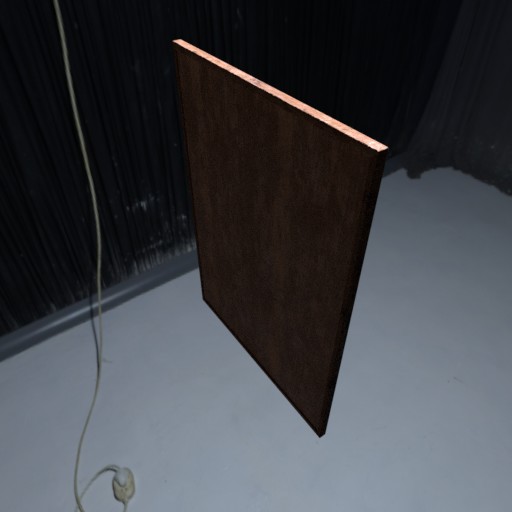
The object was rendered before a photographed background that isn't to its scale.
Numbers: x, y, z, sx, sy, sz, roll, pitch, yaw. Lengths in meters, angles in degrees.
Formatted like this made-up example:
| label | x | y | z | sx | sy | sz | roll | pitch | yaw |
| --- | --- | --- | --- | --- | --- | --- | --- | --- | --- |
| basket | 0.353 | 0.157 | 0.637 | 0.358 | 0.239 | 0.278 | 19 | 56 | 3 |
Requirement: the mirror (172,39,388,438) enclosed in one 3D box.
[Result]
| label | x | y | z | sx | sy | sz | roll | pitch | yaw |
| --- | --- | --- | --- | --- | --- | --- | --- | --- | --- |
| mirror | 0.000 | 0.000 | 1.408 | 0.028 | 1.099 | 0.796 | -26 | 48 | -26 |
